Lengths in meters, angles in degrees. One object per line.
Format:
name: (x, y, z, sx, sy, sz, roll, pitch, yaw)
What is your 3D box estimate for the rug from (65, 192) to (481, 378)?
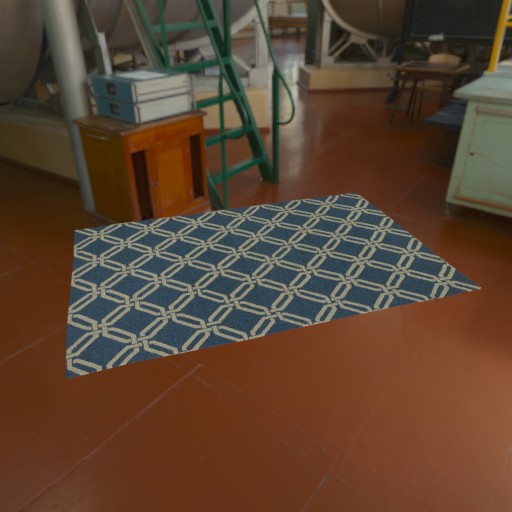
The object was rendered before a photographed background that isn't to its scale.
rug: (0.000, 0.000, 2.212, 1.755, 0.010, 1.153, -9, 32, -15)
